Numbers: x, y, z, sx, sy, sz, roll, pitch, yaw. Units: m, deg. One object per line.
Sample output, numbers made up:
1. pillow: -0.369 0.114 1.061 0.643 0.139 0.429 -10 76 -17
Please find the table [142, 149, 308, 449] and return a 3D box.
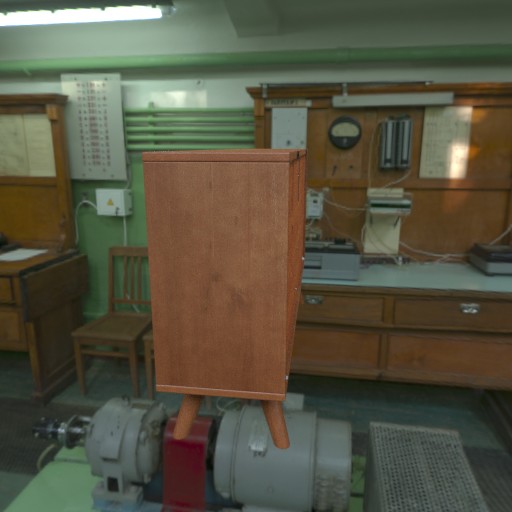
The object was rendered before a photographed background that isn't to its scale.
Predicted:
1. table: 0.000 0.000 1.494 0.308 0.698 1.220 2 14 8
